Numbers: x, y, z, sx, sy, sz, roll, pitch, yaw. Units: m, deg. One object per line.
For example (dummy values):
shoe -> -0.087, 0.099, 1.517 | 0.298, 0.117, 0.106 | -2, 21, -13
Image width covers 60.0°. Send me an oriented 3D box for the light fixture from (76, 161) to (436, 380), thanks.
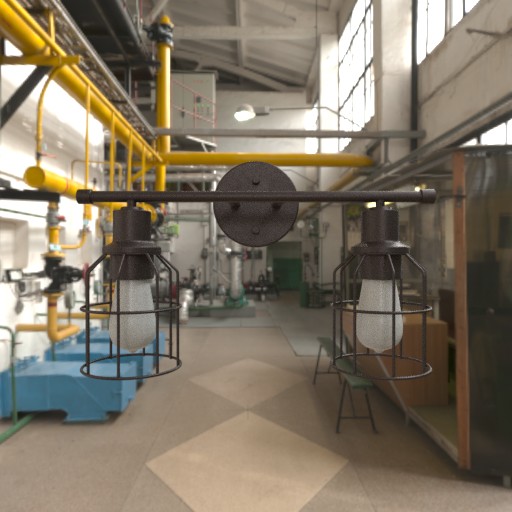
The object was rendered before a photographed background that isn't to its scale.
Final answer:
light fixture -> 0.000, 0.000, 0.535 | 0.406, 0.254, 0.165 | 0, 0, 0
